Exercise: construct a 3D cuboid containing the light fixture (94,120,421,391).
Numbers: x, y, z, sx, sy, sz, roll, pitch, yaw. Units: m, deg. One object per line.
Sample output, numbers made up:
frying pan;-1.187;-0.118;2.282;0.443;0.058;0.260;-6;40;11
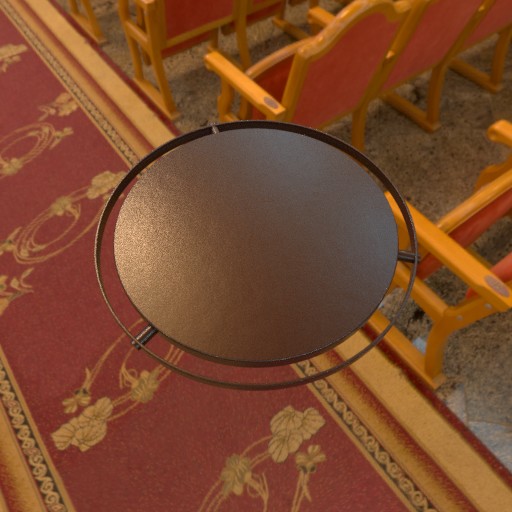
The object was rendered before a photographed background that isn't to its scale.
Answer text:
light fixture;0.000;0.000;0.553;0.361;0.130;0.361;0;57;0
